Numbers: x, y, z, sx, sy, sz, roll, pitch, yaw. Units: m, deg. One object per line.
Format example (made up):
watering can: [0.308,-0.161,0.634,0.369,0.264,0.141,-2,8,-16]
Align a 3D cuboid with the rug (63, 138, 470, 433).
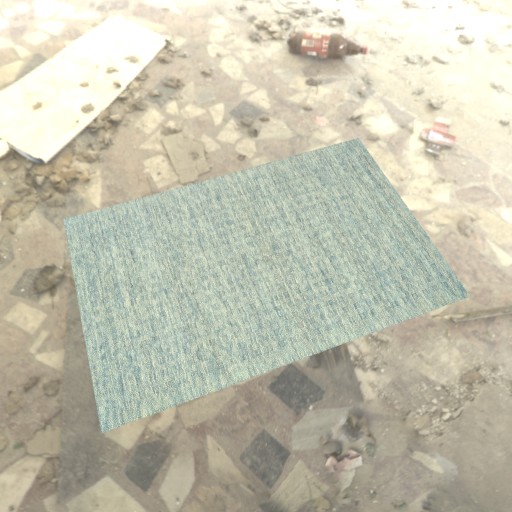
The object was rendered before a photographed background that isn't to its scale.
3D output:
rug: [0.000,0.000,2.230,1.752,0.006,1.142,-18,60,-11]
